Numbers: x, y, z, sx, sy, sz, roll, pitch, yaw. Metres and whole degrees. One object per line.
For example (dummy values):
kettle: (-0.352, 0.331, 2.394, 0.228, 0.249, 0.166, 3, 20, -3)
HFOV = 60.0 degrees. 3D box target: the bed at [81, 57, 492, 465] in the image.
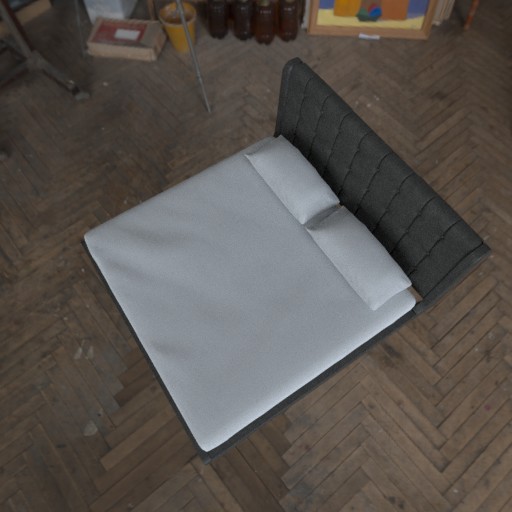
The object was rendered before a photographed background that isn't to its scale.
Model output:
bed: (0.000, 0.000, 3.157, 2.031, 1.158, 1.903, -31, 68, -14)
